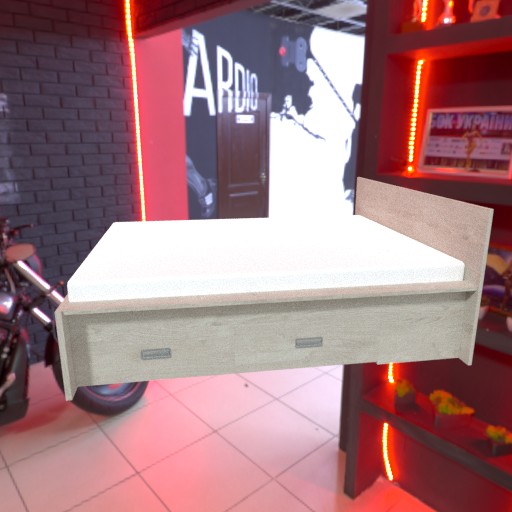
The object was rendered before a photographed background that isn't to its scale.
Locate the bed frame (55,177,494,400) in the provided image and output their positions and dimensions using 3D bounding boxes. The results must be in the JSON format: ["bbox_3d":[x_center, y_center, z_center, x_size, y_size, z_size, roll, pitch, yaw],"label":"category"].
[{"bbox_3d":[0.000,0.000,2.772,1.960,0.800,1.622,-2,16,-9],"label":"bed frame"}]
